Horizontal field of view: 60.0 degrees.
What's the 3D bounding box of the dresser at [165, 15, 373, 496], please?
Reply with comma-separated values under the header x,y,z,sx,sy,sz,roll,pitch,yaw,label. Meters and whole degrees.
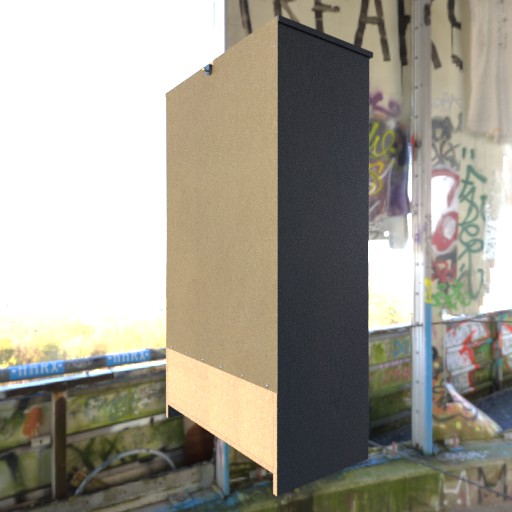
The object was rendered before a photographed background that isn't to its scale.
x,y,z,sx,sy,sz,roll,pitch,yaw,label
0.000,0.000,1.540,0.418,1.254,0.704,0,1,-36,dresser
